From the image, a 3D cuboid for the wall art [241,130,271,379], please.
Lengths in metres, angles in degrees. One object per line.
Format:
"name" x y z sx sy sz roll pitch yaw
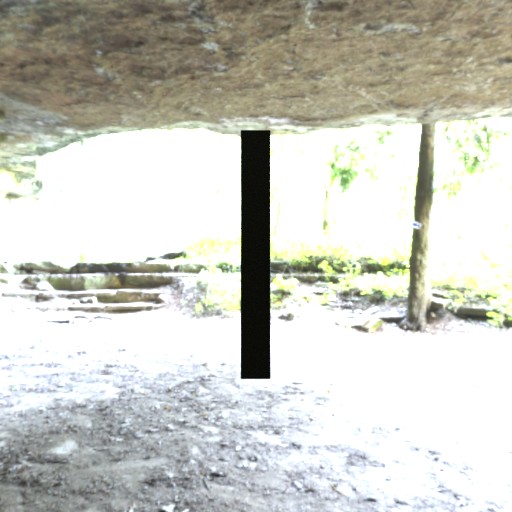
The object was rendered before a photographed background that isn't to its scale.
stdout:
"wall art" 0.000 0.000 0.970 0.037 0.303 0.860 0 0 0
